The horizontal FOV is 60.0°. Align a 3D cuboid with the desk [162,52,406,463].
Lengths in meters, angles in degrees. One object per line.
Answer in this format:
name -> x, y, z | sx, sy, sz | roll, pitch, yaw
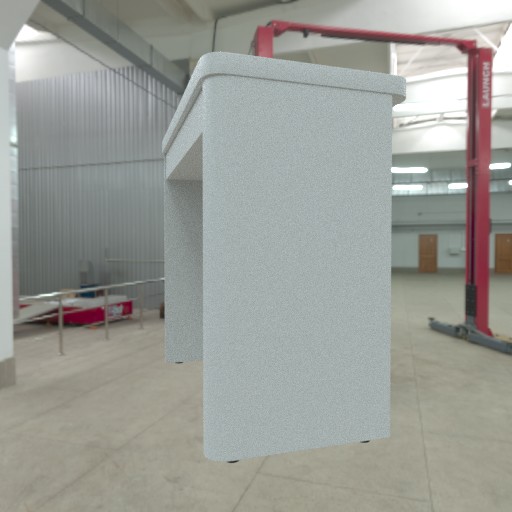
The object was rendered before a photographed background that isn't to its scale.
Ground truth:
desk -> 0.000, 0.000, 1.244 | 0.446, 0.760, 0.790 | 0, 1, -18
